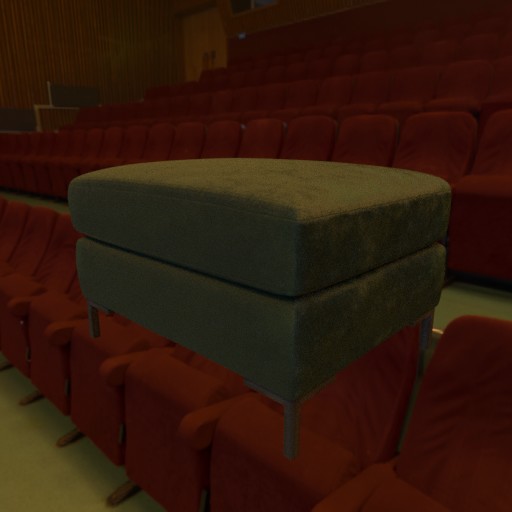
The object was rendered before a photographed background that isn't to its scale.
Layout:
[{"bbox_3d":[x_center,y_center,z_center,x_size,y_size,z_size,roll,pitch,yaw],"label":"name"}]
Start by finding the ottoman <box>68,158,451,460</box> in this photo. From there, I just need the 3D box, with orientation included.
[{"bbox_3d":[0.000,0.000,1.272,0.839,0.538,0.701,14,20,41],"label":"ottoman"}]
